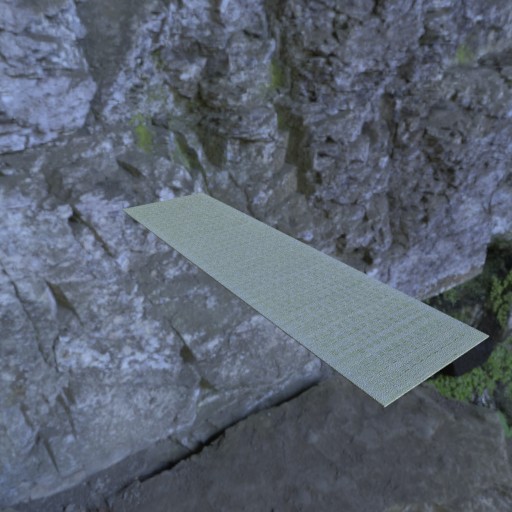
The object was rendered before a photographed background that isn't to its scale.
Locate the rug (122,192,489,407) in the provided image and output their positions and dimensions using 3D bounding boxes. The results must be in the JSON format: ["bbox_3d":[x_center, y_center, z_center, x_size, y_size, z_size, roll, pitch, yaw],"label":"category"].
[{"bbox_3d":[0.000,0.000,2.598,0.686,0.006,2.437,-18,31,-32],"label":"rug"}]
